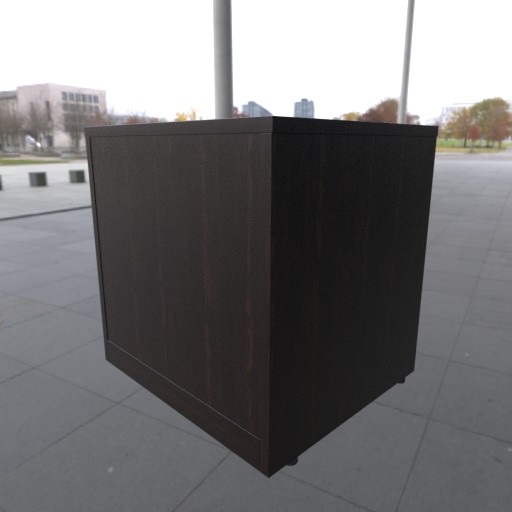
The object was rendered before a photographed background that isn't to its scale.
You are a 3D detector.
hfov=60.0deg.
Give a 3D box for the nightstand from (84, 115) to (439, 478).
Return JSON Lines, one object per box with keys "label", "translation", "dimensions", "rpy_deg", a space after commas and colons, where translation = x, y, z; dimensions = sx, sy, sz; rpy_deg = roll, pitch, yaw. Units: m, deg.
{"label": "nightstand", "translation": [0.000, 0.000, 0.868], "dimensions": [0.427, 0.487, 0.489], "rpy_deg": [-14, 20, -43]}
